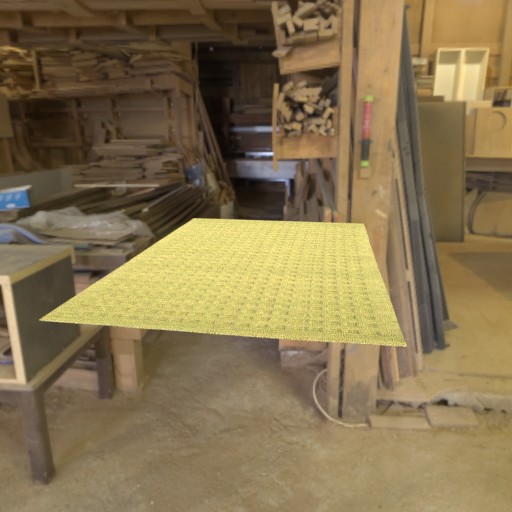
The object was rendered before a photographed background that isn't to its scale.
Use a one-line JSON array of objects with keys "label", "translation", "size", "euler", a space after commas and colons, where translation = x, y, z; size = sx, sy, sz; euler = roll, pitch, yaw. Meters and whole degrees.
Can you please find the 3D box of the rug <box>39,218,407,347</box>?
[{"label": "rug", "translation": [0.000, 0.000, 2.875], "size": [1.529, 0.007, 2.297], "euler": [3, 16, 9]}]
